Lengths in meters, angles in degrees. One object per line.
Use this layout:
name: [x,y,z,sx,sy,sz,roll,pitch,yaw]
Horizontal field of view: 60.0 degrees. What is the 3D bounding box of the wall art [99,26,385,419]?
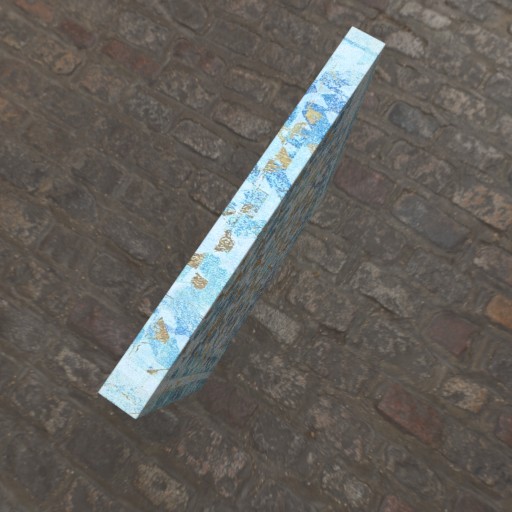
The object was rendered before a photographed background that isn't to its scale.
wall art: [0.000,0.000,0.584,0.037,0.405,0.405,32,78,7]
